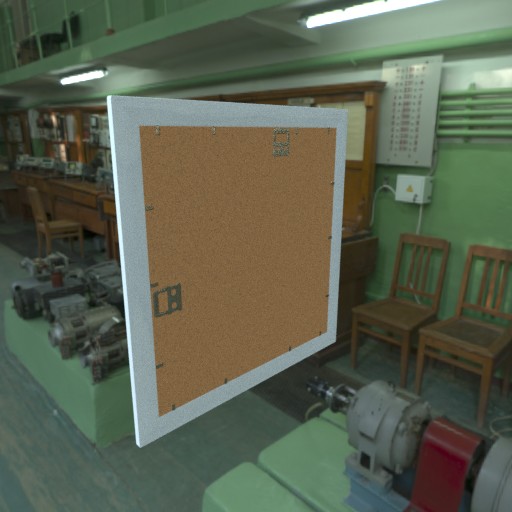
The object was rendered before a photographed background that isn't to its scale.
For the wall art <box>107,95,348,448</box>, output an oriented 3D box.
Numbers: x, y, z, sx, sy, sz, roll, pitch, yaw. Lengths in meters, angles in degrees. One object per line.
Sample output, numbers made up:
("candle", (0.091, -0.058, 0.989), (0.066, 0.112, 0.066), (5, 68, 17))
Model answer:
("wall art", (0.000, 0.000, 0.901), (0.584, 0.584, 0.013), (-15, 22, -43))
